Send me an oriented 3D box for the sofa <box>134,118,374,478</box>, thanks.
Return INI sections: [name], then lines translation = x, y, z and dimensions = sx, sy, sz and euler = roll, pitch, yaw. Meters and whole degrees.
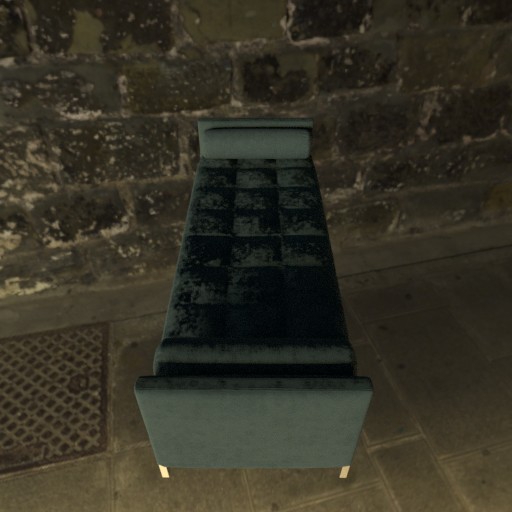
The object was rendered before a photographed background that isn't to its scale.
[sofa]
translation = 0.000, 0.000, 2.400
dimensions = 0.797, 0.657, 2.102
euler = 0, 41, 0
